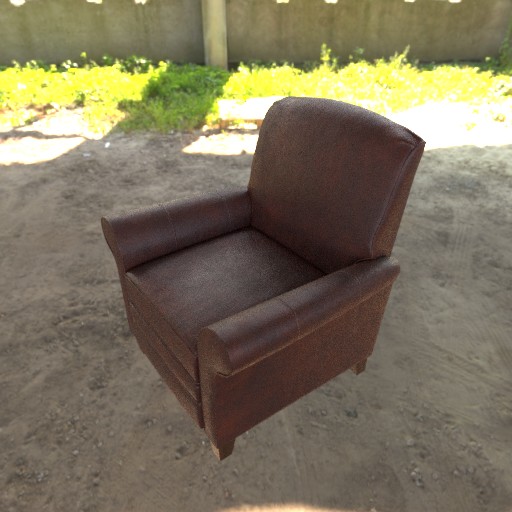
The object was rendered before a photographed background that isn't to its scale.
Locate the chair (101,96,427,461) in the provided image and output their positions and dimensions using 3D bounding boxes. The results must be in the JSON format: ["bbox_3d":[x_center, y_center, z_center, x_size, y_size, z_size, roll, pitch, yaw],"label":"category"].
[{"bbox_3d":[0.000,0.000,1.738,0.902,1.061,0.978,-21,37,-30],"label":"chair"}]
